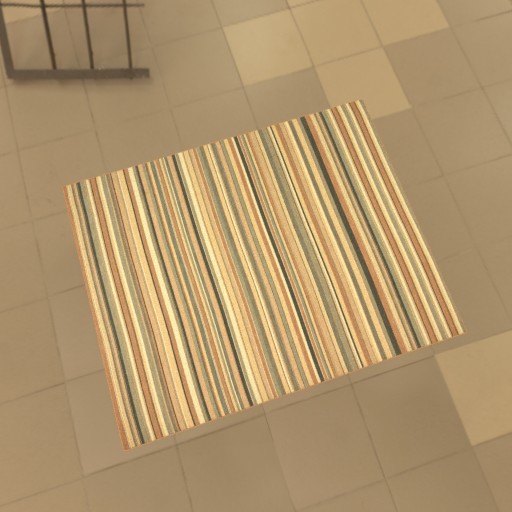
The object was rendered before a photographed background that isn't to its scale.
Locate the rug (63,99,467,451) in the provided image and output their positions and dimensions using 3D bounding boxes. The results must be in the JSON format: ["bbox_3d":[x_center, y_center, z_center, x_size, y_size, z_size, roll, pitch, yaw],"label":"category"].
[{"bbox_3d":[0.000,0.000,4.001,3.045,0.011,2.436,-18,75,-5],"label":"rug"}]
